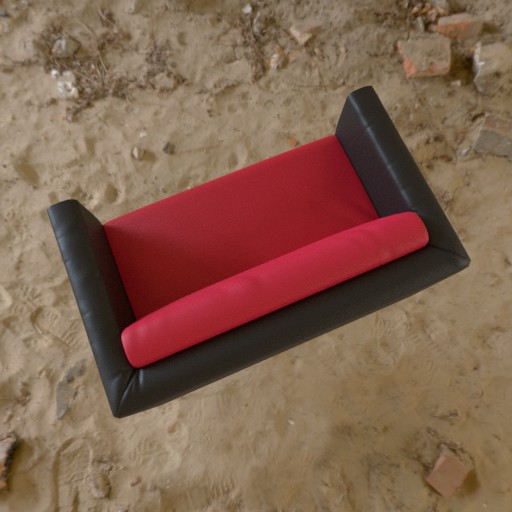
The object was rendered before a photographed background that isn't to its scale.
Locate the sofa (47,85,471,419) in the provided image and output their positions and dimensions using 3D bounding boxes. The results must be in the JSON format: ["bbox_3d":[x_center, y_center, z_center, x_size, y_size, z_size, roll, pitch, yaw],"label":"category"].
[{"bbox_3d":[0.000,0.000,1.961,1.410,0.735,0.845,-22,76,-6],"label":"sofa"}]
